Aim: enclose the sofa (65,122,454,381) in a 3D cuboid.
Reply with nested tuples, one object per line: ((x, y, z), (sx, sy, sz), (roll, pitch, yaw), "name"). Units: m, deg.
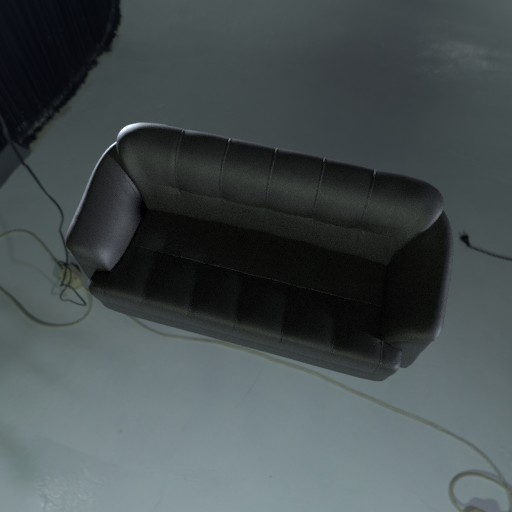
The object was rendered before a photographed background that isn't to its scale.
((0.000, 0.000, 2.296), (1.829, 0.811, 0.800), (14, 60, 8), "sofa")
